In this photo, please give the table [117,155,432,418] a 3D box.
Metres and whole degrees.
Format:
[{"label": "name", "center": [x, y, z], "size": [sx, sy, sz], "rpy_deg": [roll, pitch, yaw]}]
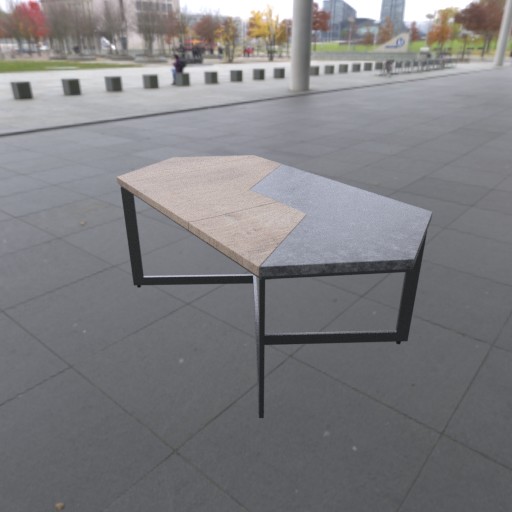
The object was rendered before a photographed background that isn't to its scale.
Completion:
[{"label": "table", "center": [0.000, 0.000, 1.531], "size": [0.609, 0.457, 1.219], "rpy_deg": [-17, 30, -31]}]
